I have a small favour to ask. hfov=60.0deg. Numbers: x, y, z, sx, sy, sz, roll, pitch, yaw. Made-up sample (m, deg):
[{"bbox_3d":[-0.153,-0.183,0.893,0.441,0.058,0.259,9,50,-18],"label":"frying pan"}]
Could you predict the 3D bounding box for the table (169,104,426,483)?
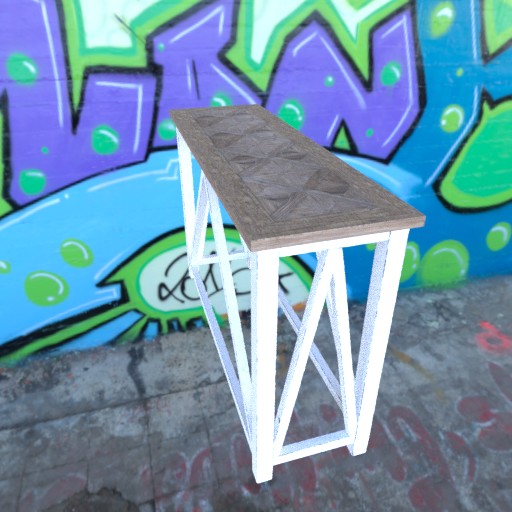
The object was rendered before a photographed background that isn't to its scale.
[{"bbox_3d":[0.000,0.000,1.846,0.450,0.930,1.400,-9,31,-15],"label":"table"}]
